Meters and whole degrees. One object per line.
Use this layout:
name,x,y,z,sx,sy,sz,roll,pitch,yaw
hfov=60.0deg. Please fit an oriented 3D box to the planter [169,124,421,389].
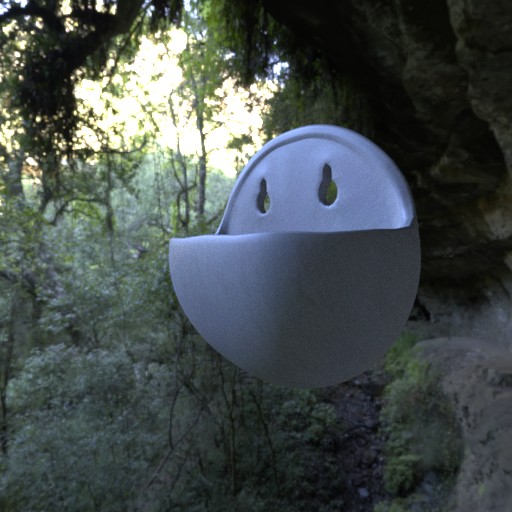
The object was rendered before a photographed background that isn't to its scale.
planter,0.000,0.000,0.270,0.073,0.164,0.190,0,0,-36
